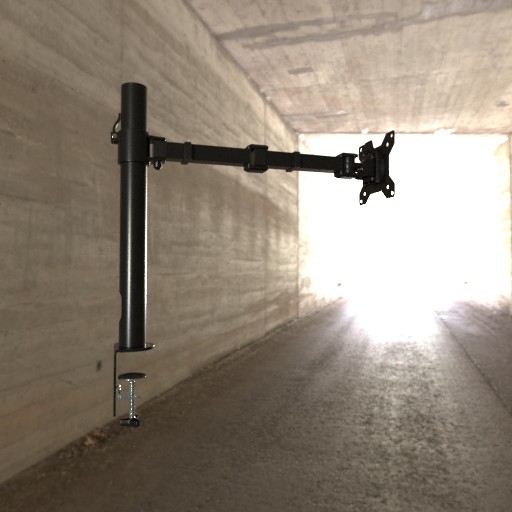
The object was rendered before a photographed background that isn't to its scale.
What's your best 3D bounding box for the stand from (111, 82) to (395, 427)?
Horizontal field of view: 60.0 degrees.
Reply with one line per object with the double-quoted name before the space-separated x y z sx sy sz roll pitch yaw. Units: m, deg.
"stand" 0.000 0.000 0.727 0.456 0.510 0.115 1 -2 -18
